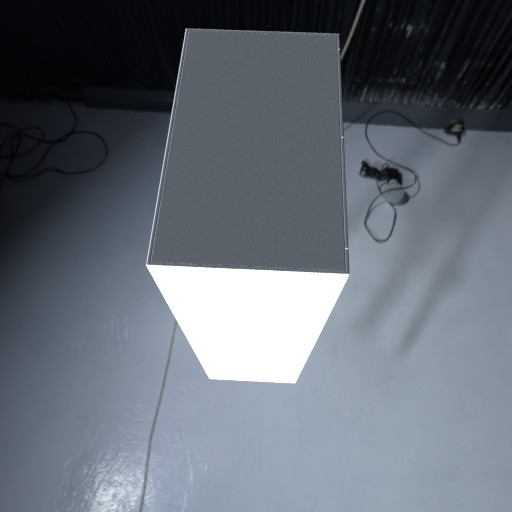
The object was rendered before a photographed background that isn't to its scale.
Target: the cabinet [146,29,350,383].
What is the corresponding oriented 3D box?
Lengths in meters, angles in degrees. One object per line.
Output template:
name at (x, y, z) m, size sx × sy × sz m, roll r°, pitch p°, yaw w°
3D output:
cabinet at (0.000, 0.000, 2.337) m, size 0.580 × 1.920 × 0.980 m, roll 3°, pitch 65°, yaw 1°
